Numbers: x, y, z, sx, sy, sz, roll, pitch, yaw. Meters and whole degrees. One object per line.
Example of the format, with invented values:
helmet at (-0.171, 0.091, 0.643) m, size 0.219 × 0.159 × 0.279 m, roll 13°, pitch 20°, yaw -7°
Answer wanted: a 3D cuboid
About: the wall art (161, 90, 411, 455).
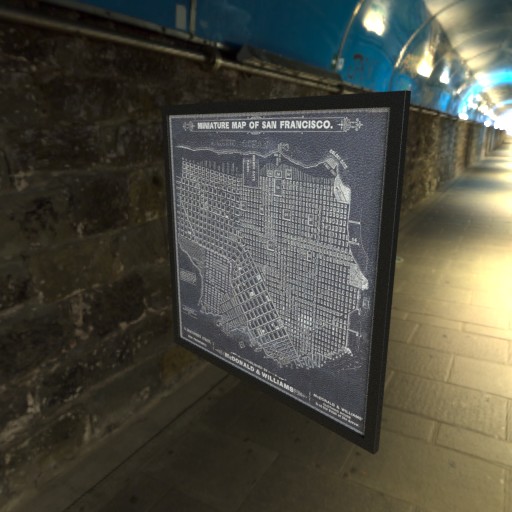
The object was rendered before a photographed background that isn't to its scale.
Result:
wall art at (0.000, 0.000, 1.215) m, size 0.807 × 0.807 × 0.022 m, roll 15°, pitch 22°, yaw 43°
